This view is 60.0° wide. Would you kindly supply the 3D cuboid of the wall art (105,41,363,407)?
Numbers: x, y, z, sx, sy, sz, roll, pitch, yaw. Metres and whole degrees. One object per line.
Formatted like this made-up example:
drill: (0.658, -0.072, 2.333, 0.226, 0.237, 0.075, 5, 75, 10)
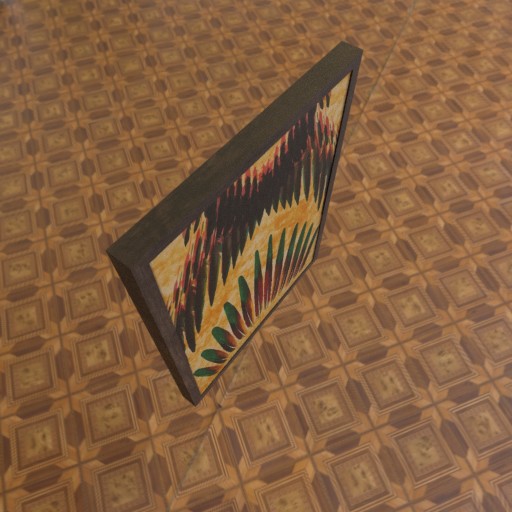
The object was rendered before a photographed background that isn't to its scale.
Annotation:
wall art: (0.000, 0.000, 0.562, 0.027, 0.406, 0.329, 33, 64, 19)
